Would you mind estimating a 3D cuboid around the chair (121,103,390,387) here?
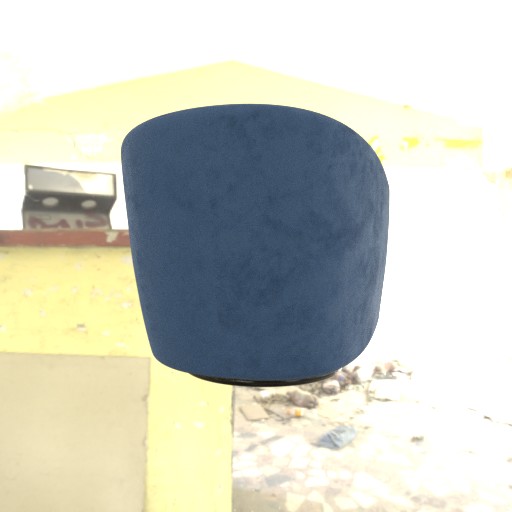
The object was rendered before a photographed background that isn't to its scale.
[{"bbox_3d":[0.000,0.000,1.357,0.773,0.698,0.767,0,0,18],"label":"chair"}]
